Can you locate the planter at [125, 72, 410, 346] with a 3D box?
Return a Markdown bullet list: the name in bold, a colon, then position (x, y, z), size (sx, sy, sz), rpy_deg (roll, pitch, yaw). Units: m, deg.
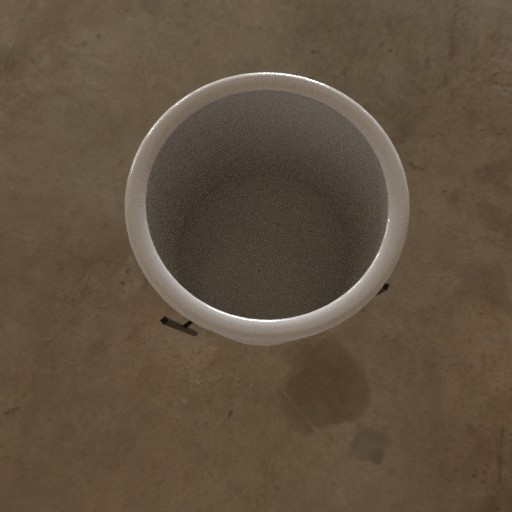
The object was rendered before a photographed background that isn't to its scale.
- **planter**: position (0.000, 0.000, 0.639), size (0.308, 0.431, 0.307), rpy_deg (-40, 80, -9)
